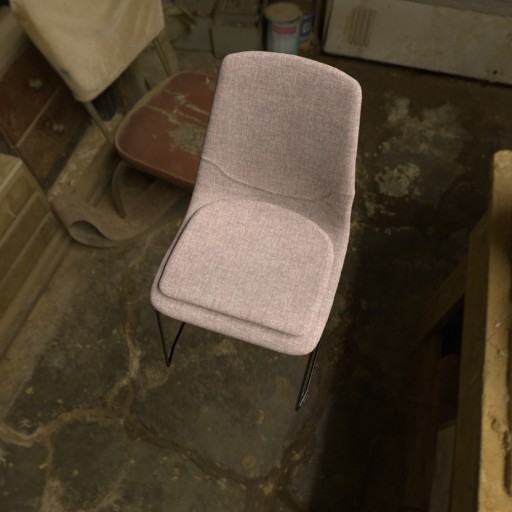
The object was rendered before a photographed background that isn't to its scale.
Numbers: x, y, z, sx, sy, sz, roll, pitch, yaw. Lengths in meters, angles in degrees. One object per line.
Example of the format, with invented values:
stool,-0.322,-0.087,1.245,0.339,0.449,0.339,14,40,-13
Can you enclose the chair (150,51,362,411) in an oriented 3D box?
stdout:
chair,0.000,0.000,1.183,0.479,0.858,0.518,16,60,10
